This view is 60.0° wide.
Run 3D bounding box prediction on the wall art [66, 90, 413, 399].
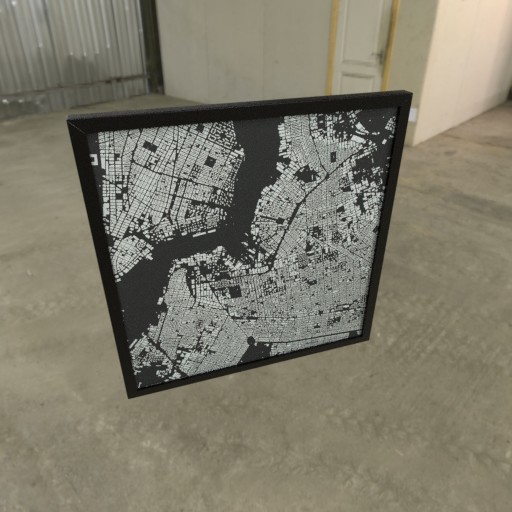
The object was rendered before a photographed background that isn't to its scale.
[{"bbox_3d":[0.000,0.000,1.137,0.755,0.761,0.038,-10,33,-16],"label":"wall art"}]
